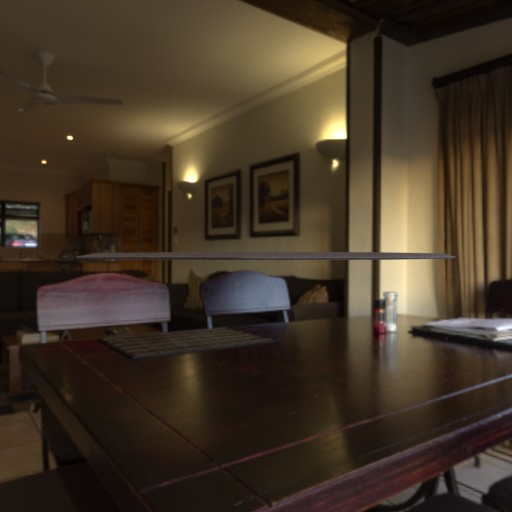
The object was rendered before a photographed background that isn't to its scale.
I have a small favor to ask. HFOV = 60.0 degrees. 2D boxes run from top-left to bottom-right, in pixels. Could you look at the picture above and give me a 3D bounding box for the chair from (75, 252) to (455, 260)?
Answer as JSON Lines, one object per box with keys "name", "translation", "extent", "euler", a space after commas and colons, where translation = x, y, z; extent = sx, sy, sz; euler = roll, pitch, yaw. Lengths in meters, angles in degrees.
{"name": "chair", "translation": [0.000, 0.000, 1.900], "extent": [1.372, 0.024, 1.219], "euler": [0, 0, 36]}
